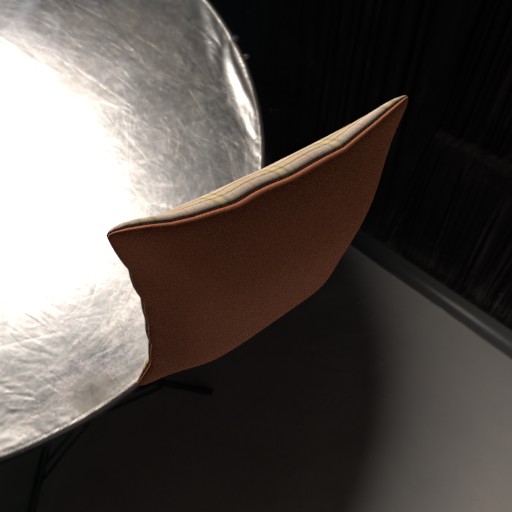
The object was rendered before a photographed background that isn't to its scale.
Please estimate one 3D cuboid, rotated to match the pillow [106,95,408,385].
[{"bbox_3d":[0.000,0.000,0.691,0.453,0.430,0.200,-30,52,-27],"label":"pillow"}]
